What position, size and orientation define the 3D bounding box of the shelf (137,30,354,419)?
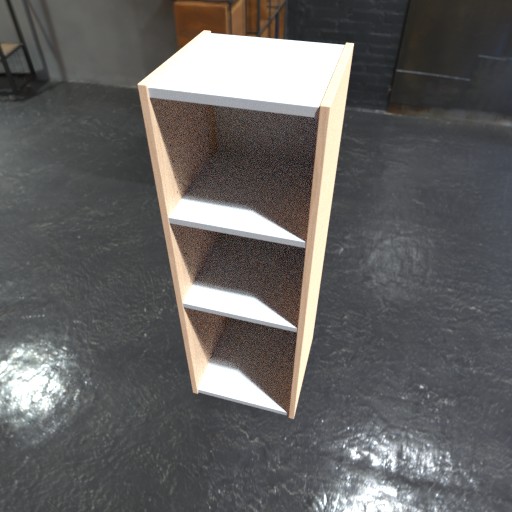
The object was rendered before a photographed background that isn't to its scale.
[{"bbox_3d":[0.000,0.000,1.062,0.300,0.900,0.290,11,44,12],"label":"shelf"}]
